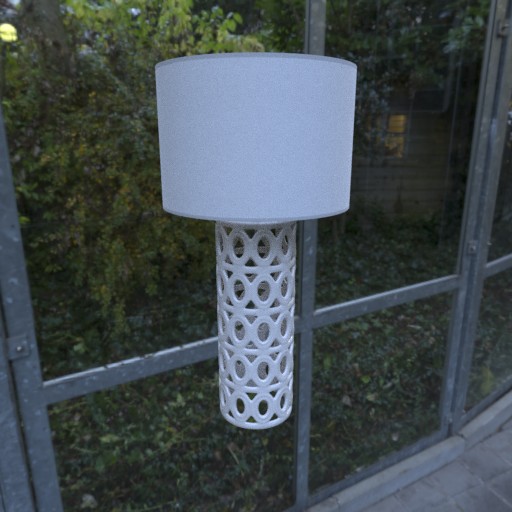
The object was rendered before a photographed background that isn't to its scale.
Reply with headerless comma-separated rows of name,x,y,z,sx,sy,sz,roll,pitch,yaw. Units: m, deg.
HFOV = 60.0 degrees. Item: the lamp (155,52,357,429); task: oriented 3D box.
lamp,0.000,0.000,0.815,0.324,0.636,0.325,-3,16,-11
